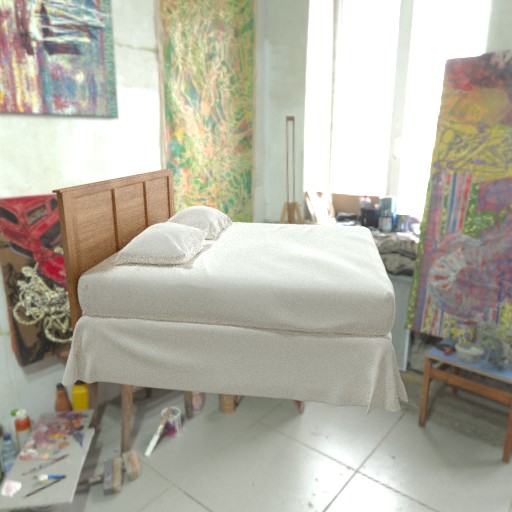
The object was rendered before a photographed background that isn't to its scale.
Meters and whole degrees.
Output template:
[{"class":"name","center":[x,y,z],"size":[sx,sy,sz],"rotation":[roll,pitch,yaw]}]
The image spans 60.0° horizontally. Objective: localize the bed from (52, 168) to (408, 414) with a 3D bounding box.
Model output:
[{"class":"bed","center":[0.000,0.000,3.652],"size":[2.215,1.270,2.317],"rotation":[3,15,10]}]
